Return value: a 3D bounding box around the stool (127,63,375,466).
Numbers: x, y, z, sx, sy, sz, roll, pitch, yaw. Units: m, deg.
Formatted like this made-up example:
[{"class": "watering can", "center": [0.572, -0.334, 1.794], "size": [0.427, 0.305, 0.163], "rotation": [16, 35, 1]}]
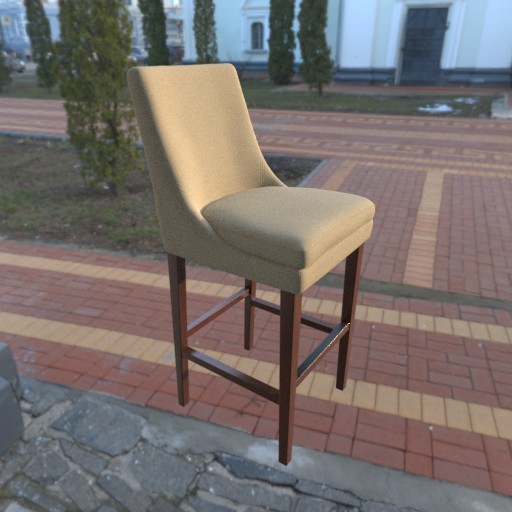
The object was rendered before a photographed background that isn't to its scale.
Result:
[{"class": "stool", "center": [0.000, 0.000, 1.370], "size": [0.577, 1.078, 0.470], "rotation": [16, 30, 31]}]
